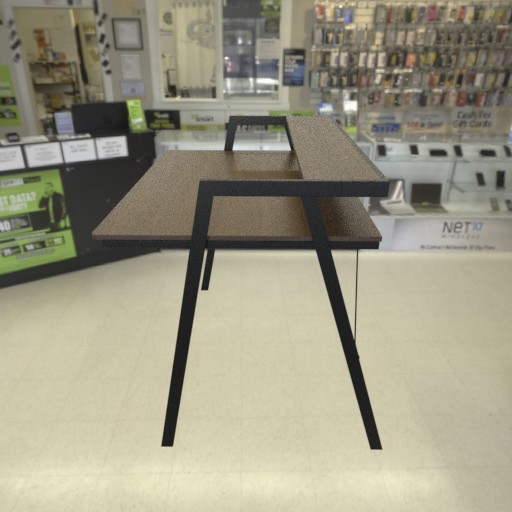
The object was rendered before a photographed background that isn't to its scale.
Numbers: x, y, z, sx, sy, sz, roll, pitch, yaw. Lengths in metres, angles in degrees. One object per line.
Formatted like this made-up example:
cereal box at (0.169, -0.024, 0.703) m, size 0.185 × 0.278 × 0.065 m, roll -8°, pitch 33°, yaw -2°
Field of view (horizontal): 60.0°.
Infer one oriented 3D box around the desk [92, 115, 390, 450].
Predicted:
desk at (0.000, 0.000, 1.908) m, size 0.936 × 0.998 × 1.143 m, roll 0°, pitch 26°, yaw 1°
